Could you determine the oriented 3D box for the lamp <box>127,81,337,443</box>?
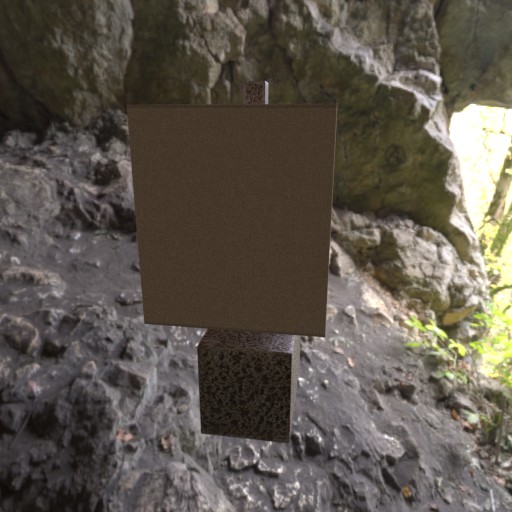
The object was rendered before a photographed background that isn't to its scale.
[{"bbox_3d":[0.000,0.000,0.561,0.180,0.411,0.294,3,17,9],"label":"lamp"}]
